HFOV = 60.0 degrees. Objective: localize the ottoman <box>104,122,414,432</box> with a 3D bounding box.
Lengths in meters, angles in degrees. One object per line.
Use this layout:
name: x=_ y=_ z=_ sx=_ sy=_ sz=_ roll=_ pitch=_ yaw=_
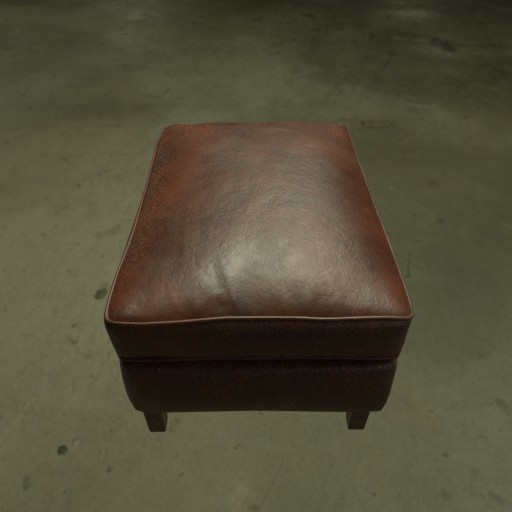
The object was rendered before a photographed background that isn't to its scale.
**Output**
ottoman: x=0.000 y=0.000 z=0.987 sx=0.501 sy=0.432 sz=0.665 roll=0 pitch=42 yaw=0
